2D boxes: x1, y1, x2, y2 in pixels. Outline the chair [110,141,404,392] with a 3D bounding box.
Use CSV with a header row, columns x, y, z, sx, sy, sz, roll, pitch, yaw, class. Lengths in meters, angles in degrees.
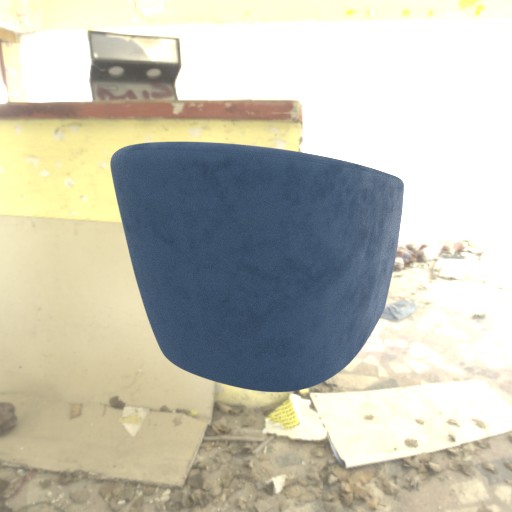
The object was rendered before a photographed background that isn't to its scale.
x,y,z,sx,sy,sz,roll,pitch,yaw,class
0.000,0.000,1.364,0.773,0.698,0.767,8,18,26,chair
